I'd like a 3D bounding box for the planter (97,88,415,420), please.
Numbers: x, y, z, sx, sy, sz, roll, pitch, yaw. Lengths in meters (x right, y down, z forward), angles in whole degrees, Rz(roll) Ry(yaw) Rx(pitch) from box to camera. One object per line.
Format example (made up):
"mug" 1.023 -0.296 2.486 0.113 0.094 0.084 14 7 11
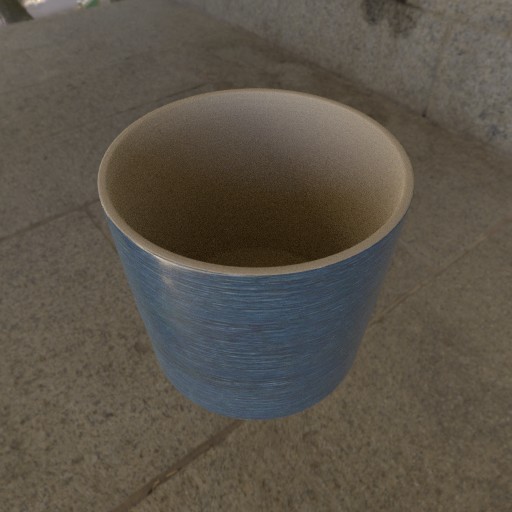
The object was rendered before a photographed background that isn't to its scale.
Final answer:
"planter" 0.000 0.000 0.391 0.221 0.201 0.221 0 46 0
